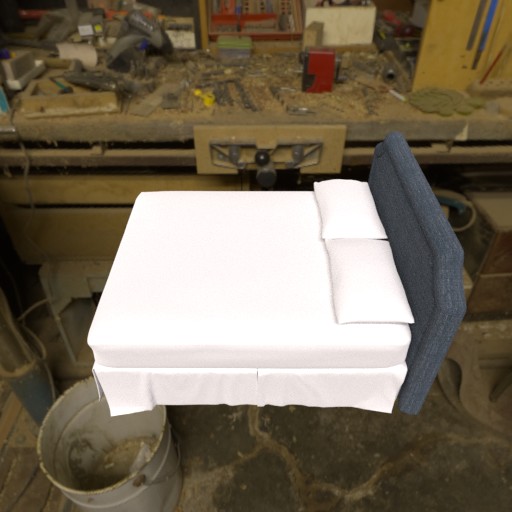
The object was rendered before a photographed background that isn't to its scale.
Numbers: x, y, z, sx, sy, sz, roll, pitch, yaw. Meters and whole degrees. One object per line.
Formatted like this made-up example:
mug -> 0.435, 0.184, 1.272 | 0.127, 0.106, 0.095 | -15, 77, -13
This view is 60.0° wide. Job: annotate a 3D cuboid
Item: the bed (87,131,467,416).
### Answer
bed -> 0.000, 0.000, 3.239 | 2.208, 1.297, 1.828 | 0, 42, 0
